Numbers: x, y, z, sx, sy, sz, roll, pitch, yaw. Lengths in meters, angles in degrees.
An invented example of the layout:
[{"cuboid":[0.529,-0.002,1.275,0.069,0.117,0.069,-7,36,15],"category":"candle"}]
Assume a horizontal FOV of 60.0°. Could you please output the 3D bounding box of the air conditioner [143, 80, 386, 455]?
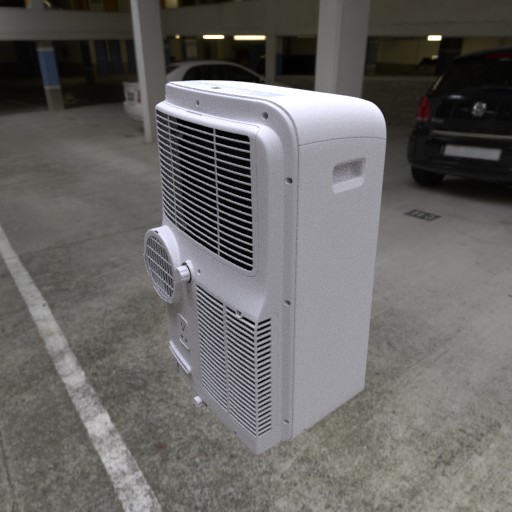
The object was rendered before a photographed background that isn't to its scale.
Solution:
[{"cuboid":[0.000,0.000,0.968,0.365,0.700,0.454,-18,32,-32],"category":"air conditioner"}]
